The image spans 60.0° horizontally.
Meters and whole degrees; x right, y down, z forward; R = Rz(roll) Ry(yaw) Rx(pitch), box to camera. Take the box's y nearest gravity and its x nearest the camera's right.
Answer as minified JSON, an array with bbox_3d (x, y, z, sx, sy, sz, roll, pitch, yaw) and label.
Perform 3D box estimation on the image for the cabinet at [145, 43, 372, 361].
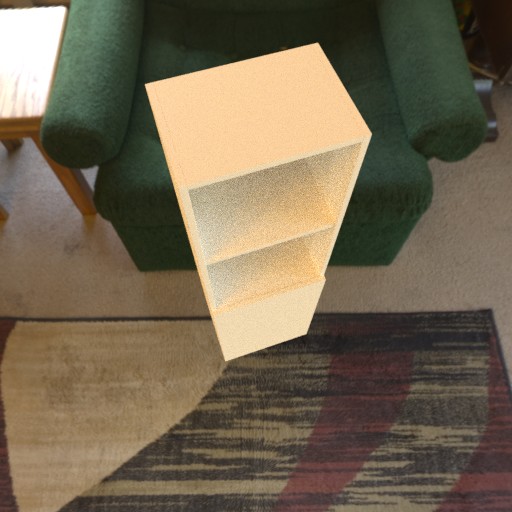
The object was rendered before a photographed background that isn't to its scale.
[{"bbox_3d":[0.000,0.000,1.519,0.400,1.350,0.300,-17,65,-8],"label":"cabinet"}]
